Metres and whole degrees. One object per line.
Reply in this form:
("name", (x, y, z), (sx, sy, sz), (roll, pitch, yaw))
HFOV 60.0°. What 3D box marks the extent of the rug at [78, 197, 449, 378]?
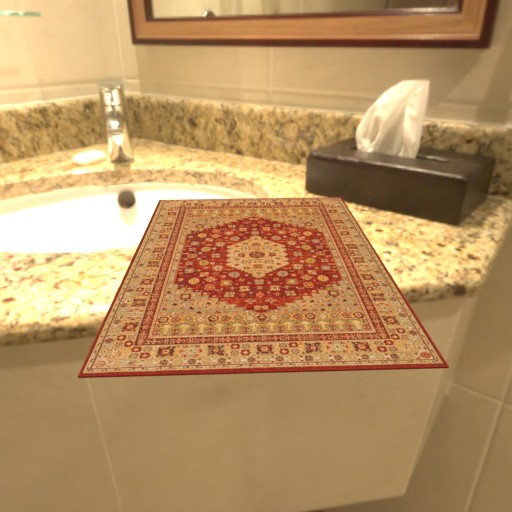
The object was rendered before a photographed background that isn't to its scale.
("rug", (0.000, 0.000, 2.882), (1.593, 0.013, 2.211), (-1, 27, -2))
